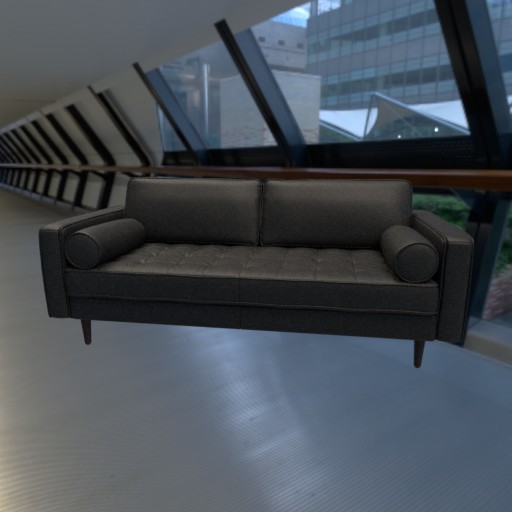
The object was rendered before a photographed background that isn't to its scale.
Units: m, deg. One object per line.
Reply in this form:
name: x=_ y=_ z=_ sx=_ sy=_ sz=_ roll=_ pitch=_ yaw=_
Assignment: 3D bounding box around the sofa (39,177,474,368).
sofa: x=0.000 y=0.000 z=2.300 sx=1.879 sy=0.770 sz=0.921 roll=2 pitch=13 yaw=9
